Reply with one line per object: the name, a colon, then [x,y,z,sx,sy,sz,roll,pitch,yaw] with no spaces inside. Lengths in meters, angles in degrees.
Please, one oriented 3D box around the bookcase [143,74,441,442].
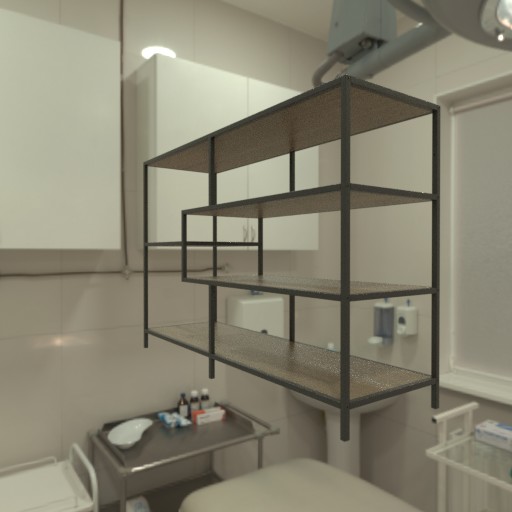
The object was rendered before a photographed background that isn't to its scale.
bookcase: [0.000,0.000,1.503,0.350,0.780,1.140,0,1,-36]
